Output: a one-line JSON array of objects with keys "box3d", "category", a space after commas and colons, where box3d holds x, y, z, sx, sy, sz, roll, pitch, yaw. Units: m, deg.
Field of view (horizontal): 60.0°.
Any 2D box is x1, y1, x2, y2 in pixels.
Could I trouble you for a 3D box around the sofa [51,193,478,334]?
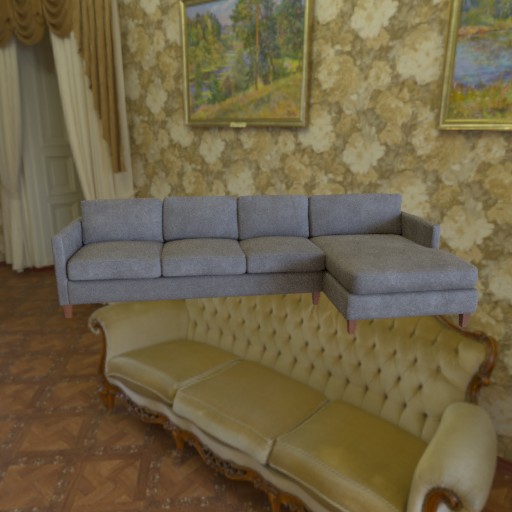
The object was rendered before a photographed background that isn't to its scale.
[{"box3d": [0.000, 0.000, 4.042, 3.471, 0.950, 1.604, -2, 15, -8], "category": "sofa"}]
